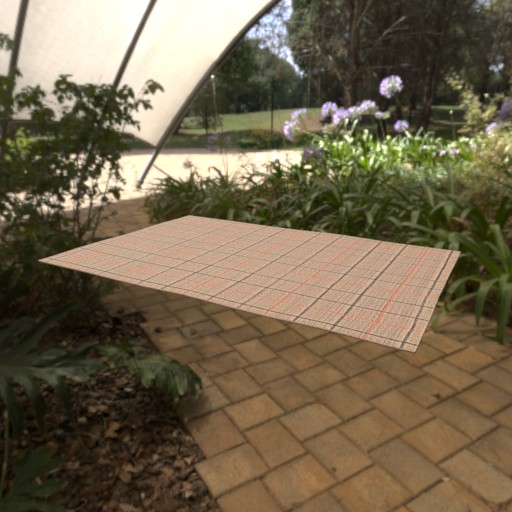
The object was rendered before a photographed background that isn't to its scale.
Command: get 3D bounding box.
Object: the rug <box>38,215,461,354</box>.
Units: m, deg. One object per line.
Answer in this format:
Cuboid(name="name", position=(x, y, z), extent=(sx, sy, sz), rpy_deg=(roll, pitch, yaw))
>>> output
Cuboid(name="rug", position=(0.000, 0.000, 2.301), extent=(1.829, 0.013, 1.220), rpy_deg=(10, 20, 28))
